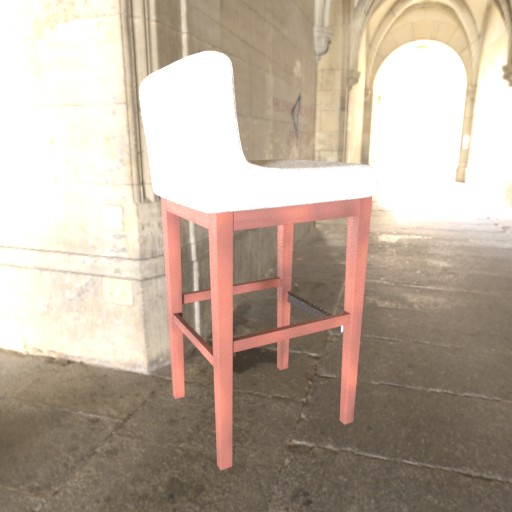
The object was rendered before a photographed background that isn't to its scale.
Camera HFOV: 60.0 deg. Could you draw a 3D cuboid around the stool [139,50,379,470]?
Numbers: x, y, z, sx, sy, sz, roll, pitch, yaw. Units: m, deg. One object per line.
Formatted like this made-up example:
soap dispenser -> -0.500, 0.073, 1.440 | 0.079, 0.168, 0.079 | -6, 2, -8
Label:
stool -> 0.000, 0.000, 1.232 | 0.499, 0.965, 0.426 | -8, 16, -27
